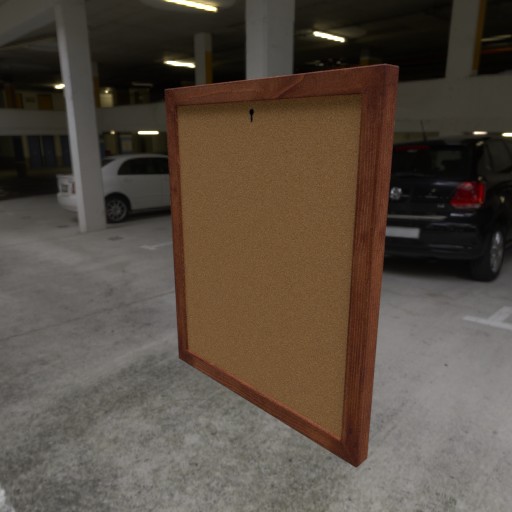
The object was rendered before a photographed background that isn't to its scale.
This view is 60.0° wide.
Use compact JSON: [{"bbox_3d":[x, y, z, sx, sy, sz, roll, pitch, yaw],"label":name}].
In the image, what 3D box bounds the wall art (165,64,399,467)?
[{"bbox_3d":[0.000,0.000,0.754,0.030,0.558,0.462,-15,21,-42],"label":"wall art"}]
